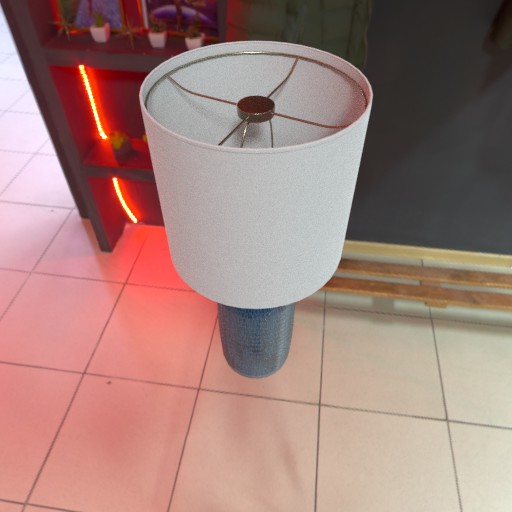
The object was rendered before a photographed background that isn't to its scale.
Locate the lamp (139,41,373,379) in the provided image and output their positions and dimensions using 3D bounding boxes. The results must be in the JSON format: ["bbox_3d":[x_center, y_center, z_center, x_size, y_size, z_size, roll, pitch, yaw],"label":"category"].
[{"bbox_3d":[0.000,0.000,0.597,0.220,0.475,0.220,32,54,27],"label":"lamp"}]
